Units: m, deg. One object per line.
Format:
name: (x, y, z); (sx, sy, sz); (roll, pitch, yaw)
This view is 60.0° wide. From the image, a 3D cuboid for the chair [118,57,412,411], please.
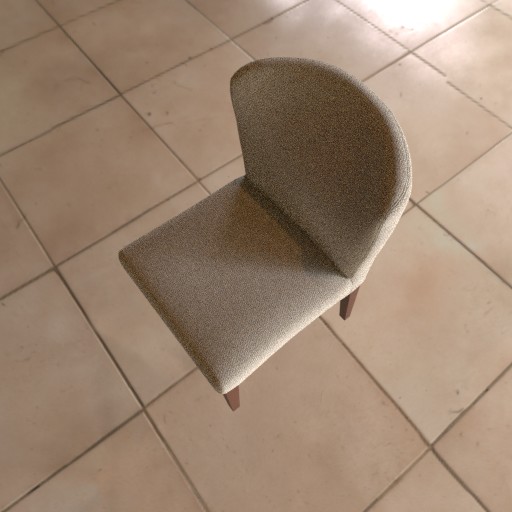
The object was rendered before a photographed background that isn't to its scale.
chair: (0.000, 0.000, 1.193); (0.589, 0.839, 0.491); (-36, 68, -17)
